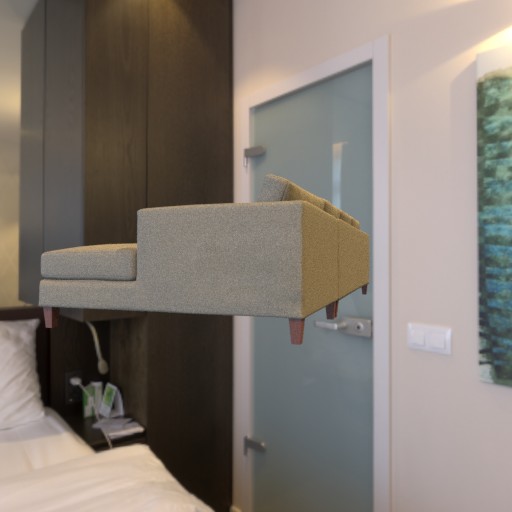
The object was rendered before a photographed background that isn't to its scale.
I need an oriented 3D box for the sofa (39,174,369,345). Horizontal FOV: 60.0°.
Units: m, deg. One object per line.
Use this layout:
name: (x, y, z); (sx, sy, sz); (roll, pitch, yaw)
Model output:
sofa: (0.000, 0.000, 3.844); (1.625, 0.861, 3.186); (0, 0, 20)
